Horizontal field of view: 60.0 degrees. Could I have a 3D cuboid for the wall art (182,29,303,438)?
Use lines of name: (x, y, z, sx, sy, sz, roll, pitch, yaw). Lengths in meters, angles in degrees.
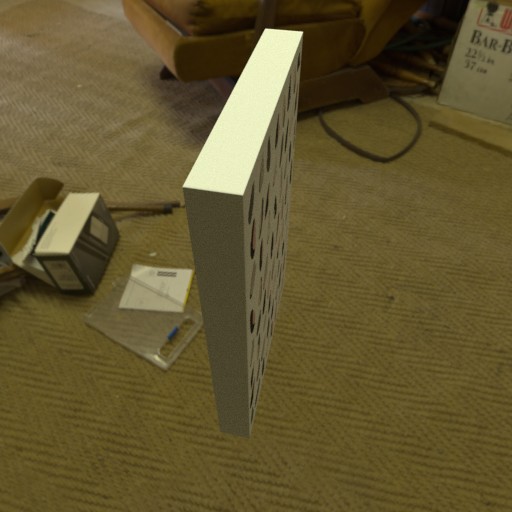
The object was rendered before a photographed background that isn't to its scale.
wall art: (0.000, 0.000, 0.488, 0.039, 0.381, 0.252, 9, 48, 8)
